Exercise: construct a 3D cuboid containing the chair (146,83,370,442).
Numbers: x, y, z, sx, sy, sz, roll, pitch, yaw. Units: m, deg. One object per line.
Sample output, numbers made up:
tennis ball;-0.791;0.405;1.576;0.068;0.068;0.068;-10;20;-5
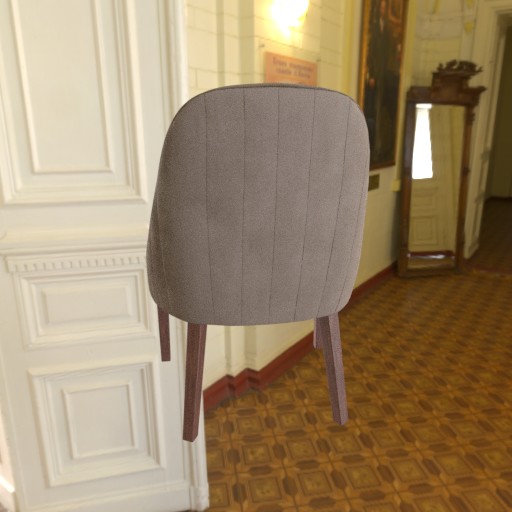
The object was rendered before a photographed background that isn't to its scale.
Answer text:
chair;0.000;0.000;1.287;0.643;0.889;0.575;-3;16;-9
